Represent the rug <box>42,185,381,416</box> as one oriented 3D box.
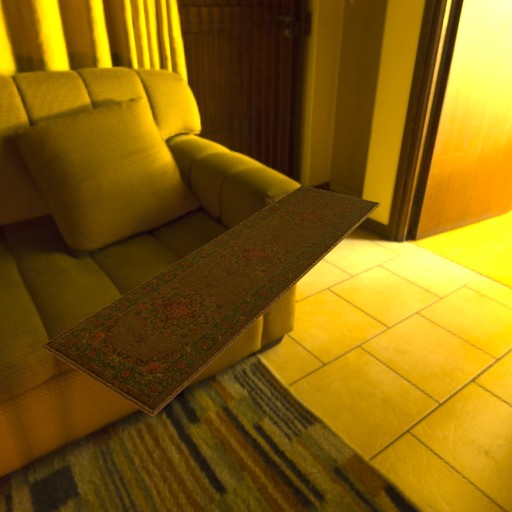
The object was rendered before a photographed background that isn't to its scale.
[{"bbox_3d":[0.000,0.000,2.552,0.659,0.019,2.297,18,34,29],"label":"rug"}]
